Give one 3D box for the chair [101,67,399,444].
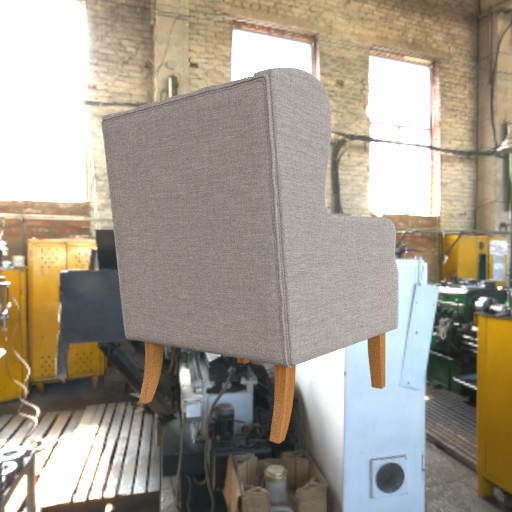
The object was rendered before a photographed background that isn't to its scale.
[{"bbox_3d":[0.000,0.000,1.470,0.710,0.930,0.760,0,1,35],"label":"chair"}]
